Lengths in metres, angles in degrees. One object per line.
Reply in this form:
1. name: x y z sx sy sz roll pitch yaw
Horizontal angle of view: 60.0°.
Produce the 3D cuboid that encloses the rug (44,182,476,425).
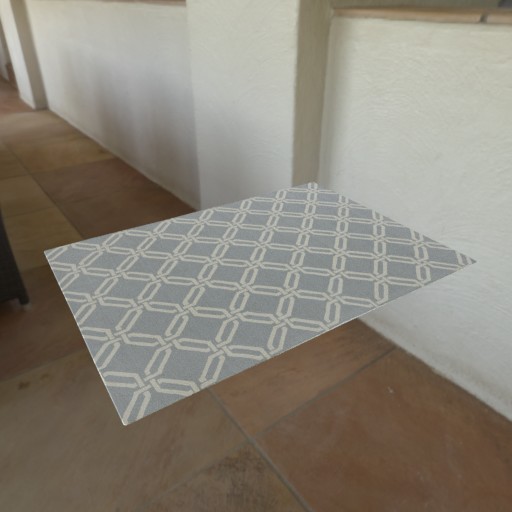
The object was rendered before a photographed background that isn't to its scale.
1. rug: 0.000 0.000 2.669 2.133 0.013 1.522 -18 35 -28
